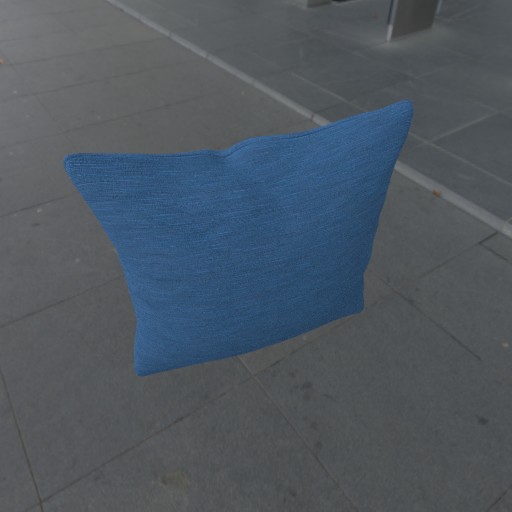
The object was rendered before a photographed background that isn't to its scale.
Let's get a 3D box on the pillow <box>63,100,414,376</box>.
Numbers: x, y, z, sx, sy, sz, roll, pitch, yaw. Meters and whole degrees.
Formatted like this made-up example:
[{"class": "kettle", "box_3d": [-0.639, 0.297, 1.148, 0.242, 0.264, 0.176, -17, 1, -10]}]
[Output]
[{"class": "pillow", "box_3d": [0.000, 0.000, 0.663, 0.437, 0.420, 0.177, -14, 45, -14]}]
